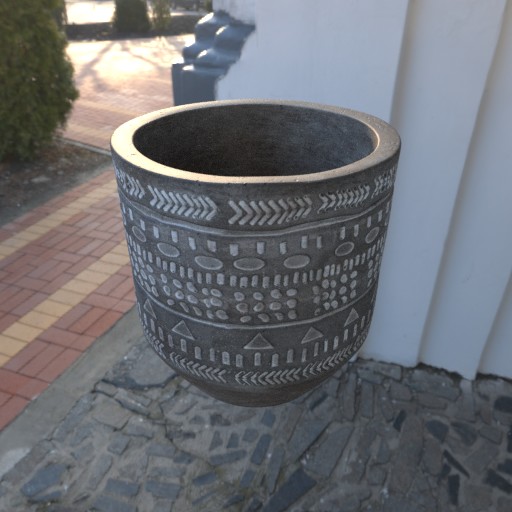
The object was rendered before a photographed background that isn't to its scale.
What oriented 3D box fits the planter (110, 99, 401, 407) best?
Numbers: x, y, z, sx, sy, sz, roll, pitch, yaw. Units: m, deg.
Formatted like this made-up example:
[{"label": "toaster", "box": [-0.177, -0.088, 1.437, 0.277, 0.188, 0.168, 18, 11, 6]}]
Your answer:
[{"label": "planter", "box": [0.000, 0.000, 0.223, 0.122, 0.128, 0.122, 0, 32, 0]}]
